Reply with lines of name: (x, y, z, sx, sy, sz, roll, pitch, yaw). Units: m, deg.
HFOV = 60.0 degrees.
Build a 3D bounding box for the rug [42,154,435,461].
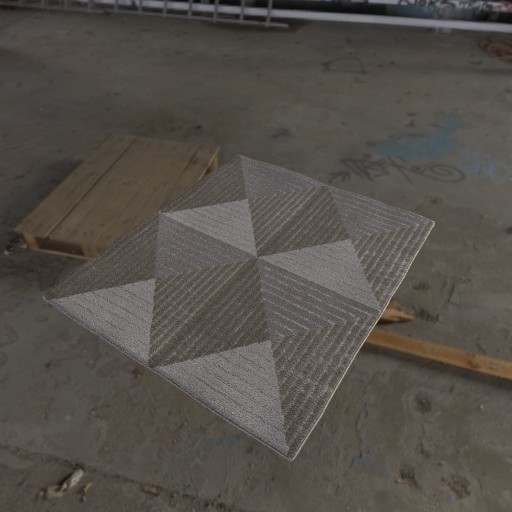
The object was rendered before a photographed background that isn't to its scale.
rug: (0.000, 0.000, 0.913, 0.551, 0.008, 0.642, 24, 48, 24)
